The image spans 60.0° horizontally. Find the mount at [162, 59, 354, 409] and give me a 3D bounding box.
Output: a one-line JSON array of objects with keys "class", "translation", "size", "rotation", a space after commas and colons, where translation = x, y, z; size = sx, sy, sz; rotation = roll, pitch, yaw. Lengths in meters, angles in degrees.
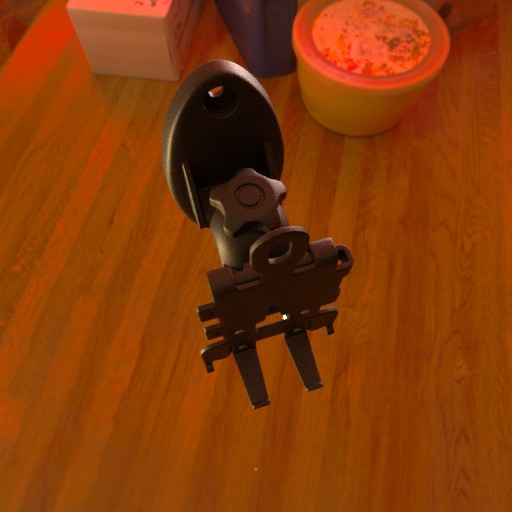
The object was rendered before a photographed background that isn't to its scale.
[{"class": "mount", "translation": [0.000, 0.000, 0.178], "size": [0.066, 0.118, 0.100], "rotation": [-16, 65, -7]}]
